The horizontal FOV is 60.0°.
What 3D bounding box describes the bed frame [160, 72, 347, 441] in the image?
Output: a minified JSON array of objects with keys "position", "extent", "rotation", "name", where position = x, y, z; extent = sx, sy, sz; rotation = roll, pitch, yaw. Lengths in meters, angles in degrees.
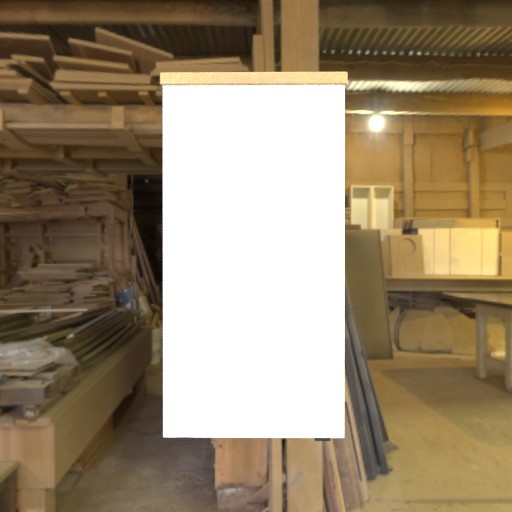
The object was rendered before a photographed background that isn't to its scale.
[{"position":[0.000,0.000,1.667],"extent":[0.430,0.850,1.300],"rotation":[0,0,1],"name":"bed frame"}]
